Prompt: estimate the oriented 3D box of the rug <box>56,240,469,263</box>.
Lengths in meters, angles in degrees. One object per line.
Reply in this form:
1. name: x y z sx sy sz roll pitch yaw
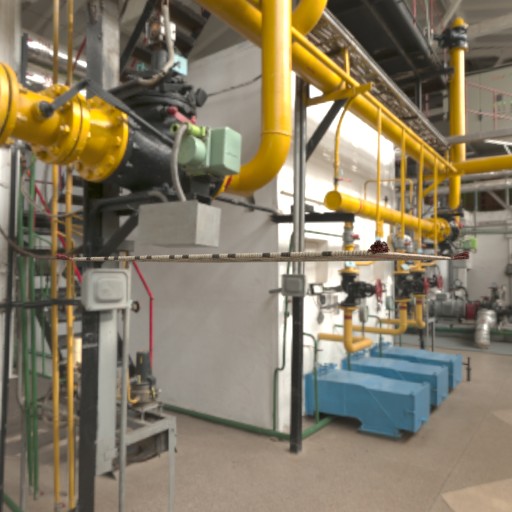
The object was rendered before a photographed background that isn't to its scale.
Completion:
1. rug: 0.000 0.000 3.346 2.672 0.066 1.741 -1 -2 36
